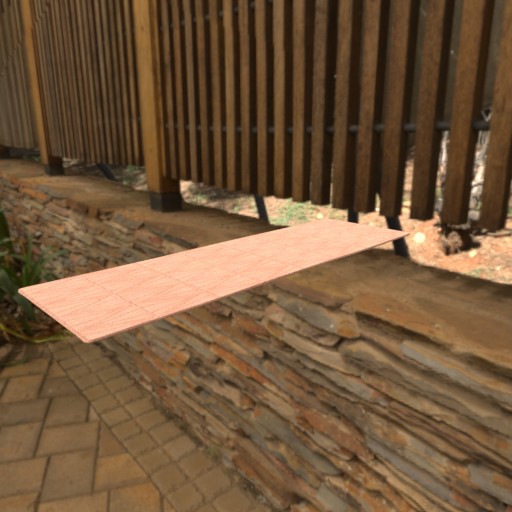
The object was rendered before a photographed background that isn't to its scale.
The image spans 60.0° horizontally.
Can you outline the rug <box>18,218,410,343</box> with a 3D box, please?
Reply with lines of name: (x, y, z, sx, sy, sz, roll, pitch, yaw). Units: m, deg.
rug: (0.000, 0.000, 2.658, 2.435, 0.015, 0.760, -15, 22, -42)
